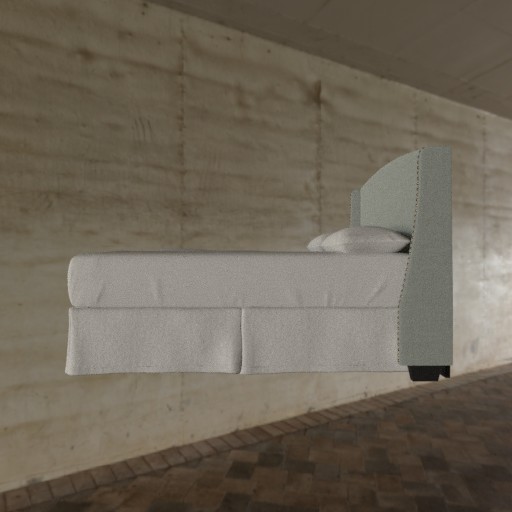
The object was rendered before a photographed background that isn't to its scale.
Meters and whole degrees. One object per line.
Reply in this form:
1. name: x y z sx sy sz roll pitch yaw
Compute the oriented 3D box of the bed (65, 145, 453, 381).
1. bed: 0.000 0.000 3.319 2.237 1.407 1.710 0 0 -1
